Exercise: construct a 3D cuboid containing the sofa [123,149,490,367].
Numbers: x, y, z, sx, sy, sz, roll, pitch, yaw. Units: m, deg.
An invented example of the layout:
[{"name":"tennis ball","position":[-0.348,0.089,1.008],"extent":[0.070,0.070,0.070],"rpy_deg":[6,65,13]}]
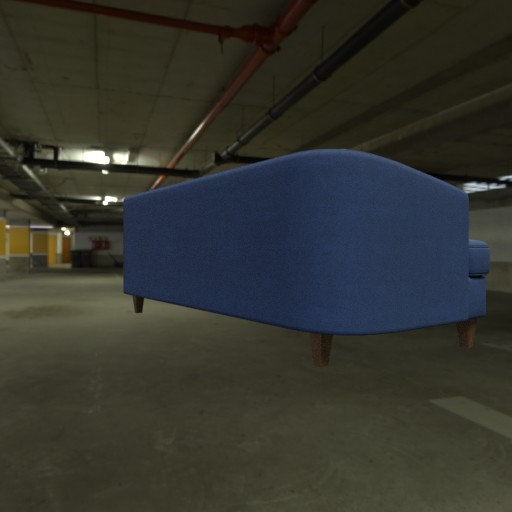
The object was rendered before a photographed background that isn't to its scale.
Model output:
[{"name":"sofa","position":[0.000,0.000,2.556],"extent":[0.914,0.787,2.235],"rpy_deg":[-1,1,-37]}]
